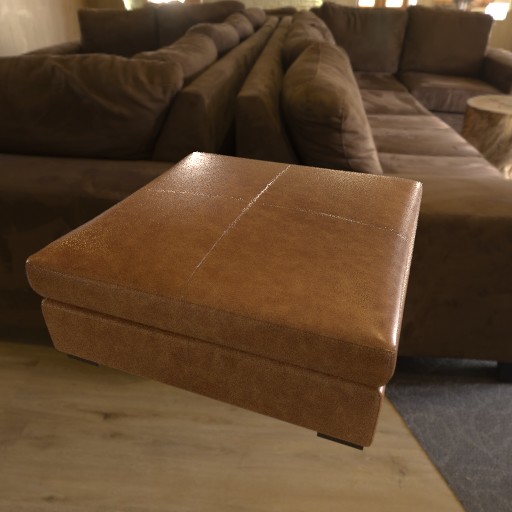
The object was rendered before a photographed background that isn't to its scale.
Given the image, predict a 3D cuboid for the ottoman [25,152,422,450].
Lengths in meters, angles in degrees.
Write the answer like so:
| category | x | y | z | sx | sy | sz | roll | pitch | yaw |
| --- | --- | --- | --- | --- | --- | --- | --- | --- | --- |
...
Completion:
| category | x | y | z | sx | sy | sz | roll | pitch | yaw |
| --- | --- | --- | --- | --- | --- | --- | --- | --- | --- |
| ottoman | 0.000 | 0.000 | 1.789 | 1.168 | 0.483 | 1.169 | 11 | 33 | 18 |
